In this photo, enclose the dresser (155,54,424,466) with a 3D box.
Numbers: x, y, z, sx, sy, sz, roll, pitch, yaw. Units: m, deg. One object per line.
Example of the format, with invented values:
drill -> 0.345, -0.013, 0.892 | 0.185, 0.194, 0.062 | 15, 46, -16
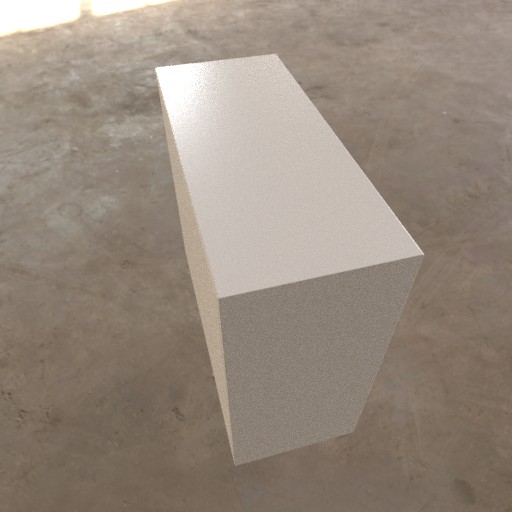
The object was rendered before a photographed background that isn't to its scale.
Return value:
dresser -> 0.000, 0.000, 1.651 | 0.460, 1.000, 1.100 | -11, 48, -11
